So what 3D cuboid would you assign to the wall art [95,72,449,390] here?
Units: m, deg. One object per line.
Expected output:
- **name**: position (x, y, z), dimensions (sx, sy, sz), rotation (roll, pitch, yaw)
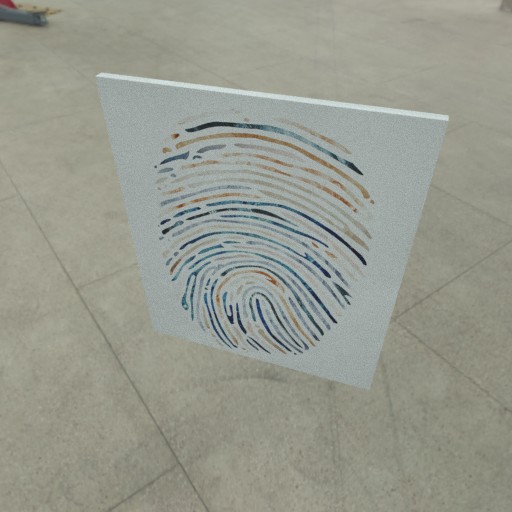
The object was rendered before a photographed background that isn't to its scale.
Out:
- **wall art**: position (0.000, 0.000, 0.968), dimensions (0.609, 0.710, 0.021), rotation (12, 42, 14)
